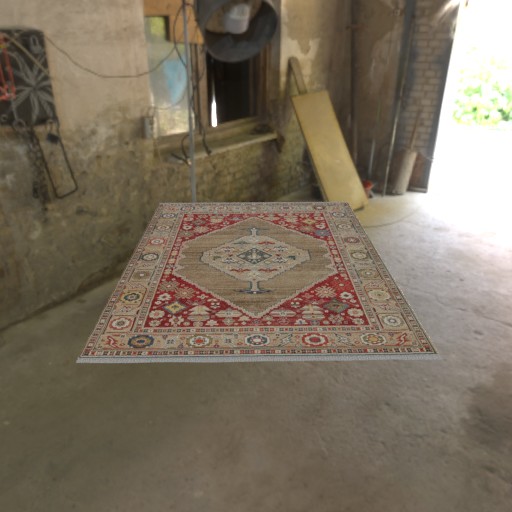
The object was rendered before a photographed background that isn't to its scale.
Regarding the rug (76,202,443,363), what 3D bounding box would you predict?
[{"bbox_3d":[0.000,0.000,4.355,2.451,0.008,3.143,0,26,-1],"label":"rug"}]
